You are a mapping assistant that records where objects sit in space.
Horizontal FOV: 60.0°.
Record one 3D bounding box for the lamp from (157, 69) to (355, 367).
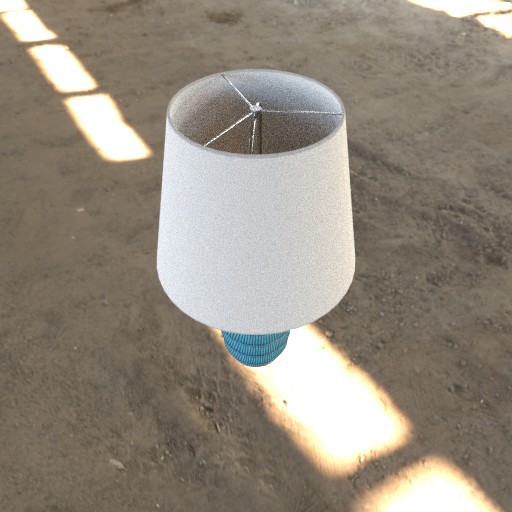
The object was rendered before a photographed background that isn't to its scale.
[{"bbox_3d":[0.000,0.000,0.808,0.355,0.582,0.355,0,46,0],"label":"lamp"}]
